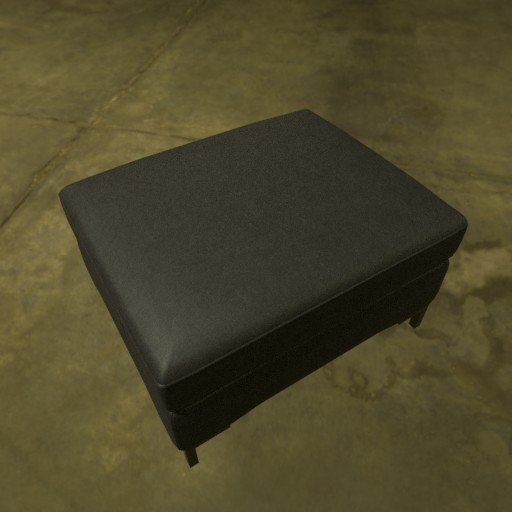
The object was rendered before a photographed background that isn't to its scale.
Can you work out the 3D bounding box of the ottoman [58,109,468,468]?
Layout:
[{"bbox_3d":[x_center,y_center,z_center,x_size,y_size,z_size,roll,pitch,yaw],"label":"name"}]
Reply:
[{"bbox_3d":[0.000,0.000,1.786,1.187,0.696,0.967,-24,51,-22],"label":"ottoman"}]
